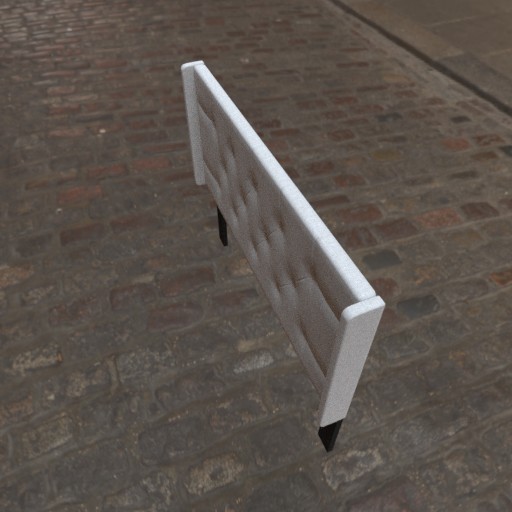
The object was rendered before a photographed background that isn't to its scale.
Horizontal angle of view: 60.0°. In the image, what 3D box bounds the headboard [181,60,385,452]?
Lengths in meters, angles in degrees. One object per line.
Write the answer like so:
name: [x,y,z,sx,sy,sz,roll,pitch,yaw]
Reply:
headboard: [0.000,0.000,2.678,0.184,1.524,2.051,-17,49,-15]
